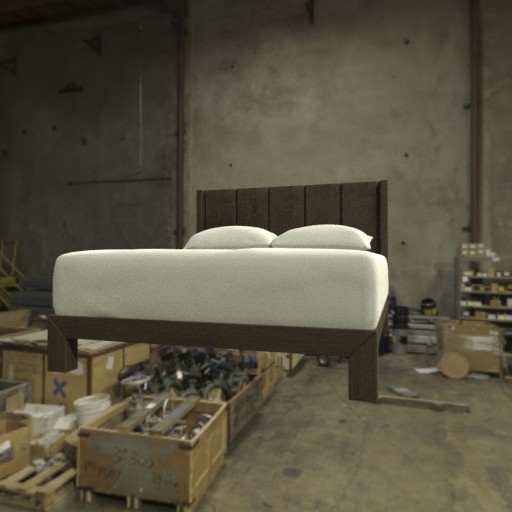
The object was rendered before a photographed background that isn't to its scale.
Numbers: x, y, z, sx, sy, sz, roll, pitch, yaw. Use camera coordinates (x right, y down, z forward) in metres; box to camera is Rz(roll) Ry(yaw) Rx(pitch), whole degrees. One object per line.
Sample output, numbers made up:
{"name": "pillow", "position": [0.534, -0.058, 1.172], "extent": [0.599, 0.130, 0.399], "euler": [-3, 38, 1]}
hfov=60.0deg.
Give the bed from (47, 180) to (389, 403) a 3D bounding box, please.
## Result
{"name": "bed", "position": [0.000, 0.000, 3.084], "extent": [1.735, 1.261, 1.992], "euler": [0, -1, 18]}
